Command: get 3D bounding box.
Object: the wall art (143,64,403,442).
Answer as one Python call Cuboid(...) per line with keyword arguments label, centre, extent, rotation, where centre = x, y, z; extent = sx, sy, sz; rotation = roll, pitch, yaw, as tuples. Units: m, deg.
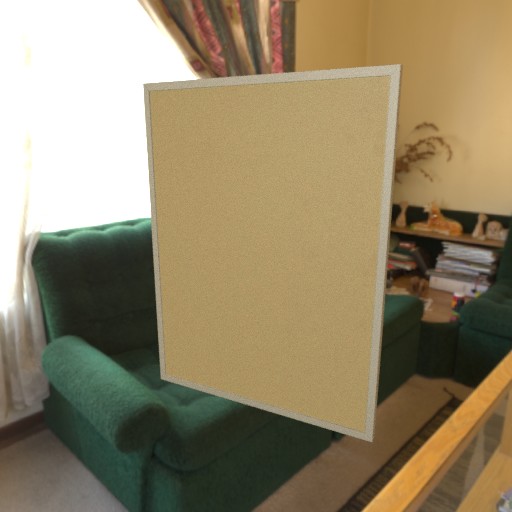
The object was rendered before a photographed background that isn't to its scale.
Cuboid(label="wall art", centre=(0.000, 0.000, 1.371), extent=(0.789, 1.042, 0.034), rotation=(7, 16, 26))
